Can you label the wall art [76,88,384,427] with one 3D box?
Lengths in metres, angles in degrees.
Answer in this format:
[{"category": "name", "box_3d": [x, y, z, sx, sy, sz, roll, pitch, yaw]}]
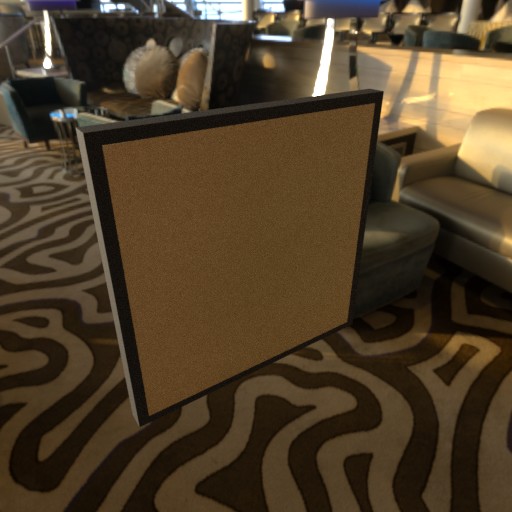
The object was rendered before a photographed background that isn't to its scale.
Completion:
[{"category": "wall art", "box_3d": [0.000, 0.000, 0.778, 0.508, 0.507, 0.033, -18, 34, -29]}]
